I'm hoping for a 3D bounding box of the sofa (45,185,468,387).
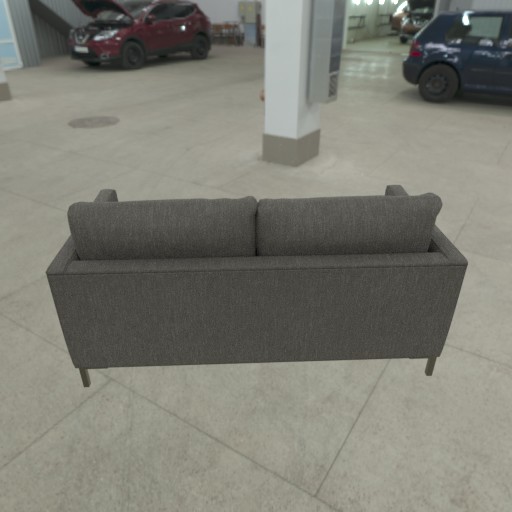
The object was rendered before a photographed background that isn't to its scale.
[{"bbox_3d":[0.000,0.000,2.190,1.682,0.840,0.875,-1,30,-2],"label":"sofa"}]
